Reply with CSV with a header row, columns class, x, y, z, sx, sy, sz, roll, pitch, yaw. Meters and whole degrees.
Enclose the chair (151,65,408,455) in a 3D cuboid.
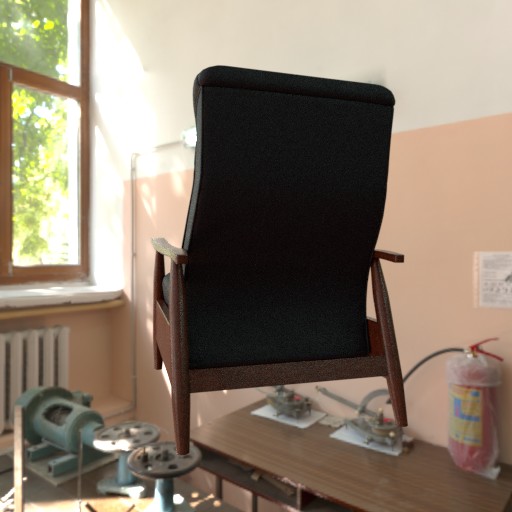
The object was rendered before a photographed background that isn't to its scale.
class,x,y,z,sx,sy,sz,roll,pitch,yaw
chair,0.000,0.000,1.776,0.762,1.082,1.014,0,0,-16
